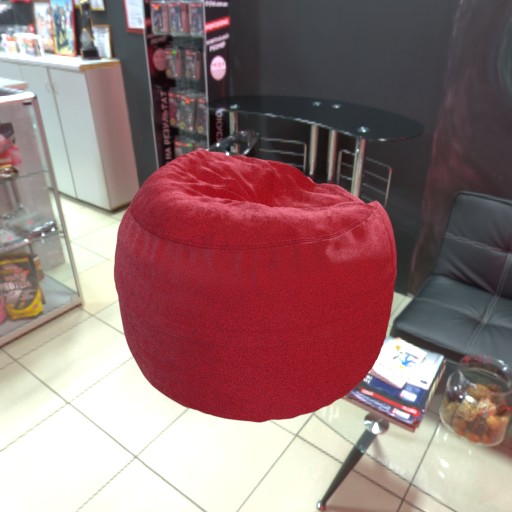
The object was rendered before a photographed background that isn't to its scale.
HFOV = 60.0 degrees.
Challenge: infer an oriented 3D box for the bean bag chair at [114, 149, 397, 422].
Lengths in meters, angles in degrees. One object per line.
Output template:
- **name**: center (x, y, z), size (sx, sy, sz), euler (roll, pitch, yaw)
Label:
- **bean bag chair**: center (0.000, 0.000, 1.972), size (1.218, 0.788, 1.218), euler (0, 30, 0)
